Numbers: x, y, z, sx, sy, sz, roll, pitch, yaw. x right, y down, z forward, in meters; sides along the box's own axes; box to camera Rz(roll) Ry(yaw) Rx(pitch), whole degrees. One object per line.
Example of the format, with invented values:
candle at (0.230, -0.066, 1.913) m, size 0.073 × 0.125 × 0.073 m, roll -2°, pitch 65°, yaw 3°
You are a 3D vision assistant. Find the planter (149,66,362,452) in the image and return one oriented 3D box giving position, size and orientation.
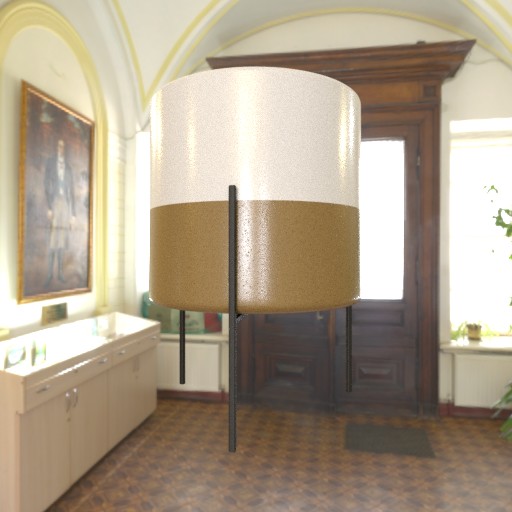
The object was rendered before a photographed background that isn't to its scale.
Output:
planter at (0.000, 0.000, 0.653) m, size 0.310 × 0.432 × 0.310 m, roll 0°, pitch 0°, yaw -36°
